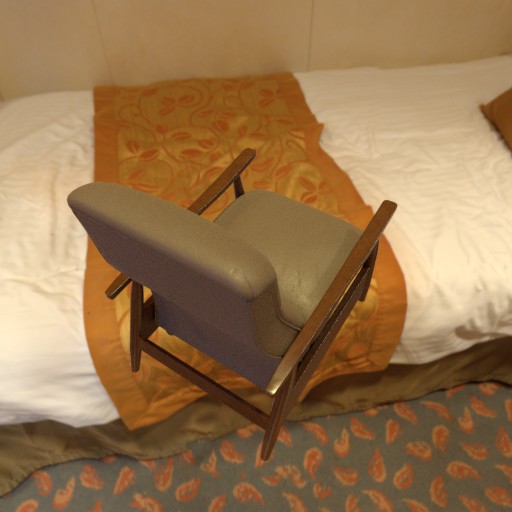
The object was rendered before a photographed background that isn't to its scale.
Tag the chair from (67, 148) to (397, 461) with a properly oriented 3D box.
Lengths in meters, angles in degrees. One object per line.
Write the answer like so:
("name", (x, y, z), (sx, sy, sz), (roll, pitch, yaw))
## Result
("chair", (0.000, 0.000, 1.765), (0.762, 1.082, 1.014), (26, 52, 22))
